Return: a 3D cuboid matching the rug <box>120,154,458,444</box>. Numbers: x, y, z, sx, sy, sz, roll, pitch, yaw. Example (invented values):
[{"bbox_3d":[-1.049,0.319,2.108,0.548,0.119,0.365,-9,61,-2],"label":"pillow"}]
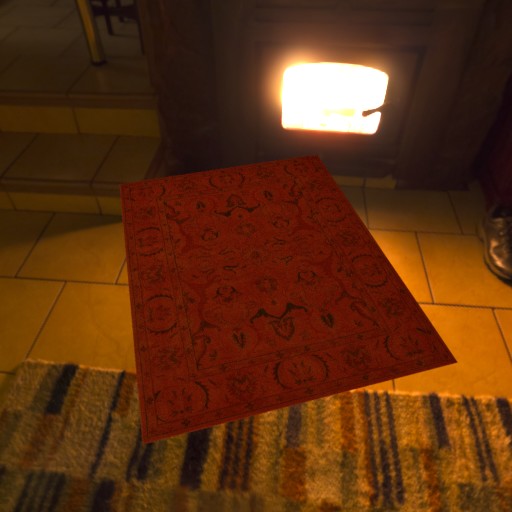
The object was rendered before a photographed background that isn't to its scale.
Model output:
[{"bbox_3d":[0.000,0.000,4.061,2.300,0.012,2.929,-11,46,-11],"label":"rug"}]
